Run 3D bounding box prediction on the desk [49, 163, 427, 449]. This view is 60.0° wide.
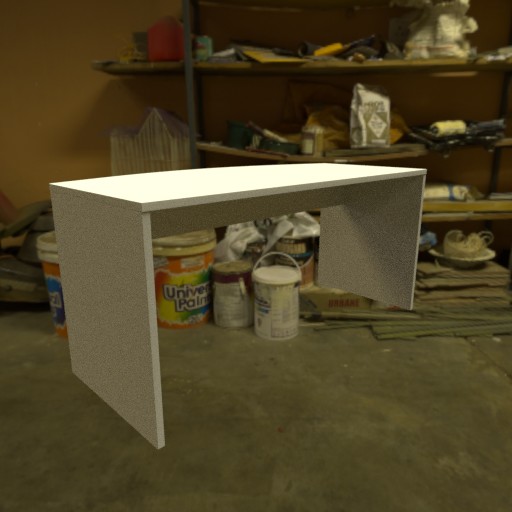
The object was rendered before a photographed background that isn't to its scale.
[{"bbox_3d":[0.000,0.000,2.053,1.600,0.750,0.802,-14,21,-42],"label":"desk"}]
